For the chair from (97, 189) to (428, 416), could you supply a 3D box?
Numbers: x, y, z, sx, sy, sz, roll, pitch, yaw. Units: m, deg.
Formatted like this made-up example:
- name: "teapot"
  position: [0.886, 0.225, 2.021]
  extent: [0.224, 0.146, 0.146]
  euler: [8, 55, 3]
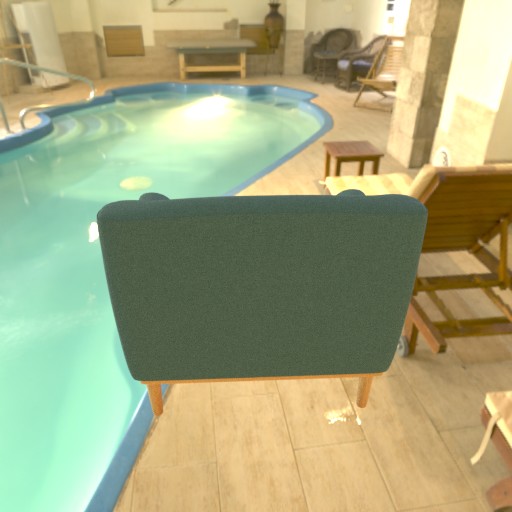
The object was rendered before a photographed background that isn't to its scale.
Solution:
- name: "chair"
  position: [0.000, 0.000, 1.644]
  extent: [0.946, 0.818, 0.951]
  euler: [-1, 30, -2]
